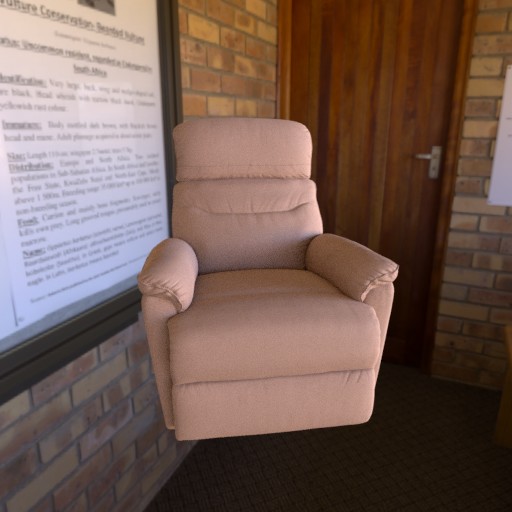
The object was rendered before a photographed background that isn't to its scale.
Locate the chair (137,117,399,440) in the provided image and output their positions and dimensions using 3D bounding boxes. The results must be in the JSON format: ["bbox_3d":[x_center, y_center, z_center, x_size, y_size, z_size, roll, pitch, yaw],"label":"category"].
[{"bbox_3d":[0.000,0.000,1.725,0.820,1.037,1.004,-2,17,-8],"label":"chair"}]
